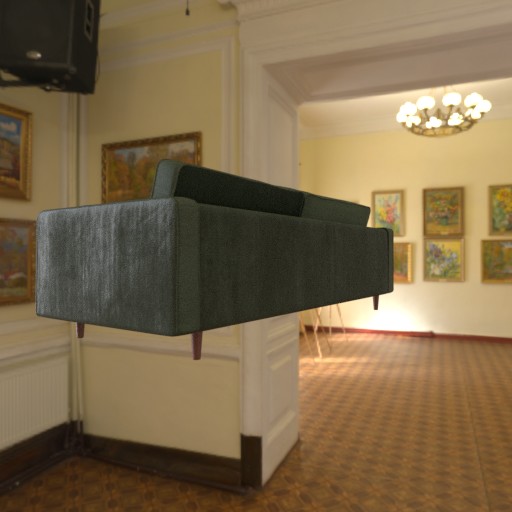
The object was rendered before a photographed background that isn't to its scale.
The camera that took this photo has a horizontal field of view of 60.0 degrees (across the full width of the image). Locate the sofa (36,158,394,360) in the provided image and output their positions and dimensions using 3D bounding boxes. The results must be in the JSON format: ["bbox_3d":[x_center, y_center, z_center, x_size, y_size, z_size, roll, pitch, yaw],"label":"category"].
[{"bbox_3d":[0.000,0.000,2.619,0.918,0.769,2.199,0,0,36],"label":"sofa"}]
